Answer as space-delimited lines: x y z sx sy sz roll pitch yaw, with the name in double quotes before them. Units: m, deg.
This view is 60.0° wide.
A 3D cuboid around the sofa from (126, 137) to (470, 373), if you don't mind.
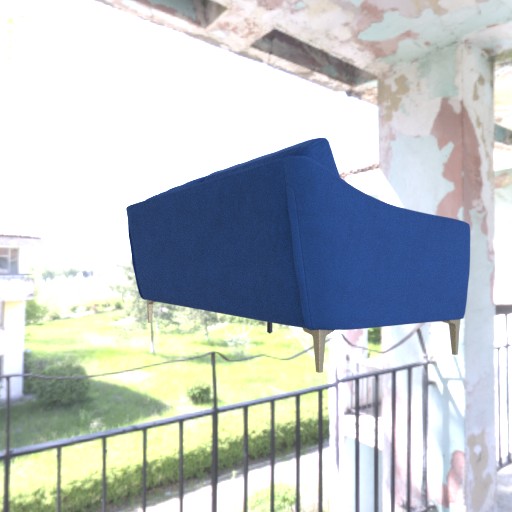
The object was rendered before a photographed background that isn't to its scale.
"sofa" 0.000 0.000 2.538 0.960 0.903 2.036 1 -1 -35
